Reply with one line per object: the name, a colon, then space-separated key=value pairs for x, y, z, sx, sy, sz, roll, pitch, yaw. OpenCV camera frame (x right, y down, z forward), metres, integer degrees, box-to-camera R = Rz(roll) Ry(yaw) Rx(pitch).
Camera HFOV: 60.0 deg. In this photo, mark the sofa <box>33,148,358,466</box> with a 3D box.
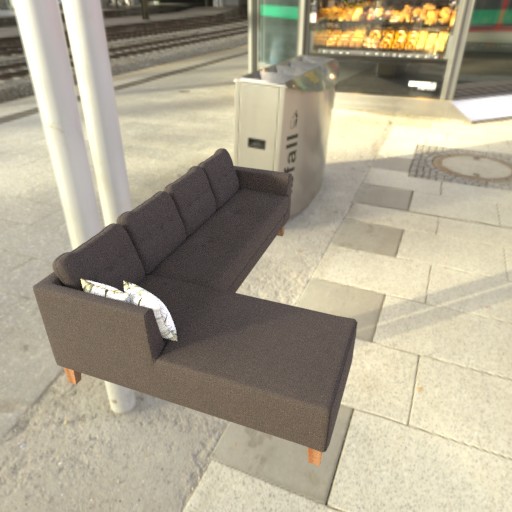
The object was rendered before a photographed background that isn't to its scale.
sofa: x=0.000 y=0.000 z=3.548 sx=1.829 sy=0.932 sz=2.679 roll=11 pitch=33 yaw=18
